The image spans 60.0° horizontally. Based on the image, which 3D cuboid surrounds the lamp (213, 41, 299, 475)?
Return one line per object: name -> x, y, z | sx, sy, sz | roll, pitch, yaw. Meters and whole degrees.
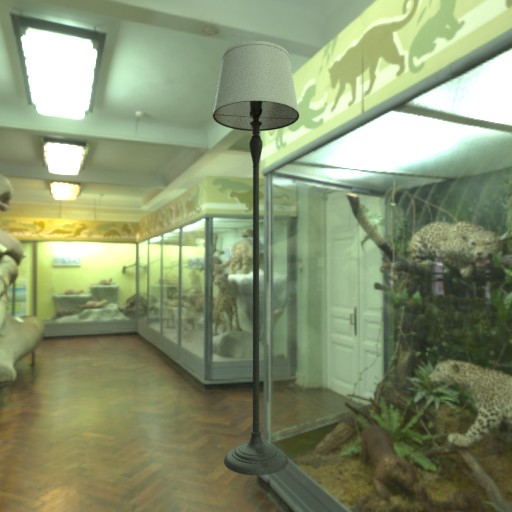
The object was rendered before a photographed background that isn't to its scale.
lamp -> 0.000, 0.000, 1.658 | 0.327, 1.506, 0.327 | -2, -3, 36
